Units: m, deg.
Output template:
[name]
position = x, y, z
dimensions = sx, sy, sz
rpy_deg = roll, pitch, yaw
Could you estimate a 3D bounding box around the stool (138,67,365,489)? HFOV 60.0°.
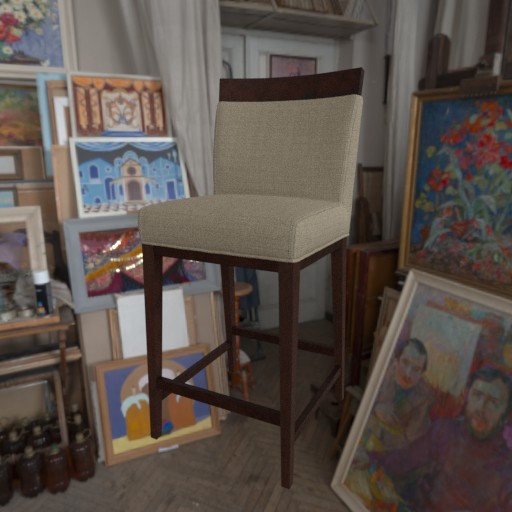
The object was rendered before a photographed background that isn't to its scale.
[stool]
position = 0.000, 0.000, 1.248
dimensions = 0.463, 1.011, 0.480
rpy_deg = 7, 16, 27
